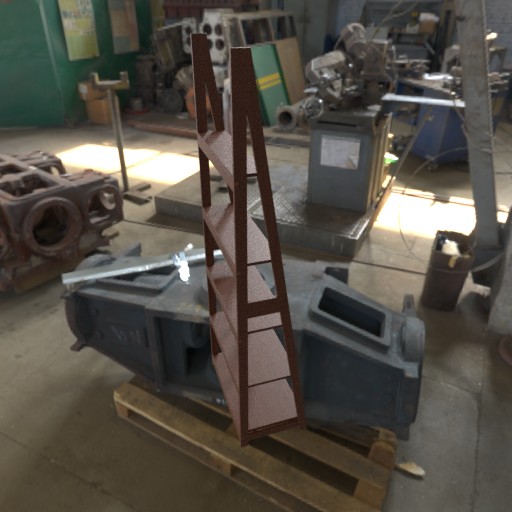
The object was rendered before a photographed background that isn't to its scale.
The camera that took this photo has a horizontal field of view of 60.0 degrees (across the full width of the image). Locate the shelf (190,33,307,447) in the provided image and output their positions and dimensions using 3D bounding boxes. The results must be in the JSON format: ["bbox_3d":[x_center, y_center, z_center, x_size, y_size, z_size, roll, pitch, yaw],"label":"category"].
[{"bbox_3d":[0.000,0.000,2.001,0.350,1.770,0.600,-10,32,-16],"label":"shelf"}]
